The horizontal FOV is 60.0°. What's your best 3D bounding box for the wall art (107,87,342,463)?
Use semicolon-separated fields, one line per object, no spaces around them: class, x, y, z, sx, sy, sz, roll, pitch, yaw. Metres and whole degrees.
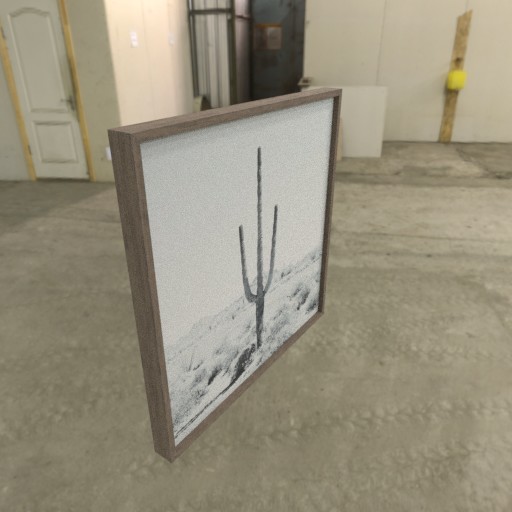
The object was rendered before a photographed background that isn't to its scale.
wall art;0.000;0.000;0.774;0.038;0.508;0.508;18;32;31
